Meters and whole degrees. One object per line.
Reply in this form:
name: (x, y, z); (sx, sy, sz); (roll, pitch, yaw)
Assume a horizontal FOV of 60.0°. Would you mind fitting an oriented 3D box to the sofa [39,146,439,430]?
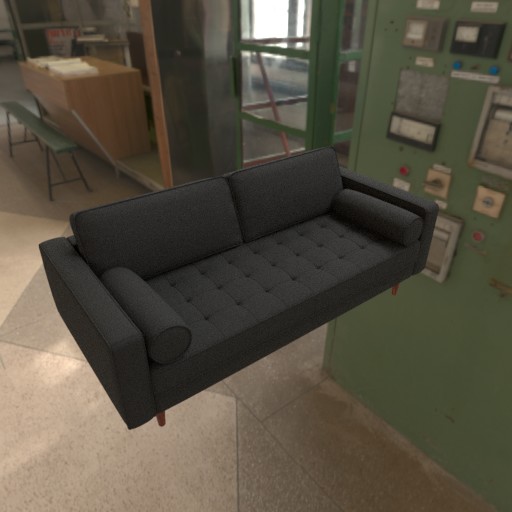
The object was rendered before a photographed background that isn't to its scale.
sofa: (0.000, 0.000, 2.328); (1.875, 0.759, 0.914); (-22, 37, -31)
